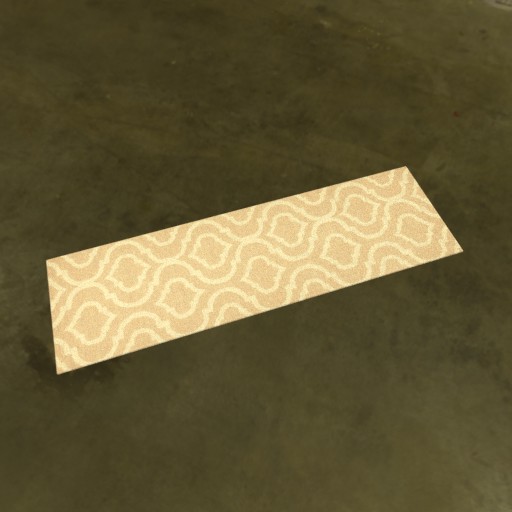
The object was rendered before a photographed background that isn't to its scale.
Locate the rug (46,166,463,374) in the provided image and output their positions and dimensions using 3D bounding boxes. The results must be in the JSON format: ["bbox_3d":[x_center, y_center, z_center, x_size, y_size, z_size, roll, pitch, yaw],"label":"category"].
[{"bbox_3d":[0.000,0.000,2.540,2.289,0.013,0.691,-16,60,-9],"label":"rug"}]
